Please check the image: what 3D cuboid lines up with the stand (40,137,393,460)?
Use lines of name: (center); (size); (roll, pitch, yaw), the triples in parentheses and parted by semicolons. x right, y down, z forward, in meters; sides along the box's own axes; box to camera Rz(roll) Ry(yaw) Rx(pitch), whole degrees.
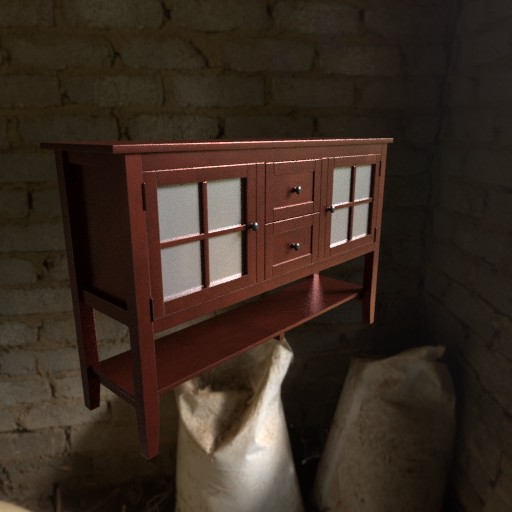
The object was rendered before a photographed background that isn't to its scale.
stand: (0.000, 0.000, 1.720); (0.410, 0.872, 1.362); (14, 21, 41)
